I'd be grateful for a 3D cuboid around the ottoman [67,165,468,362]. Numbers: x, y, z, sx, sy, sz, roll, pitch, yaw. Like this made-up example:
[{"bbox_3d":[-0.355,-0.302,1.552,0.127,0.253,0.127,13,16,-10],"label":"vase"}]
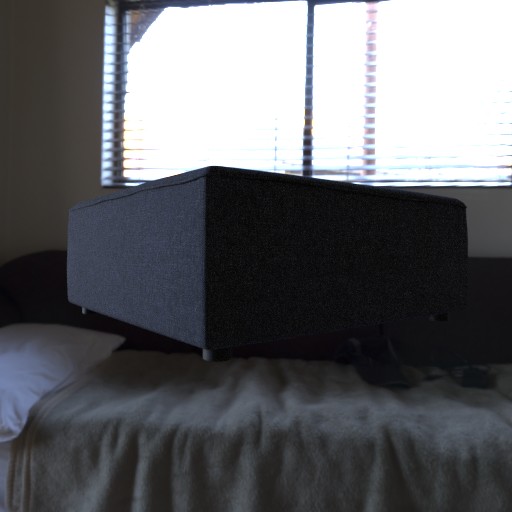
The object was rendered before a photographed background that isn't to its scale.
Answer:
[{"bbox_3d":[0.000,0.000,1.547,1.023,0.423,1.017,-1,1,-37],"label":"ottoman"}]
